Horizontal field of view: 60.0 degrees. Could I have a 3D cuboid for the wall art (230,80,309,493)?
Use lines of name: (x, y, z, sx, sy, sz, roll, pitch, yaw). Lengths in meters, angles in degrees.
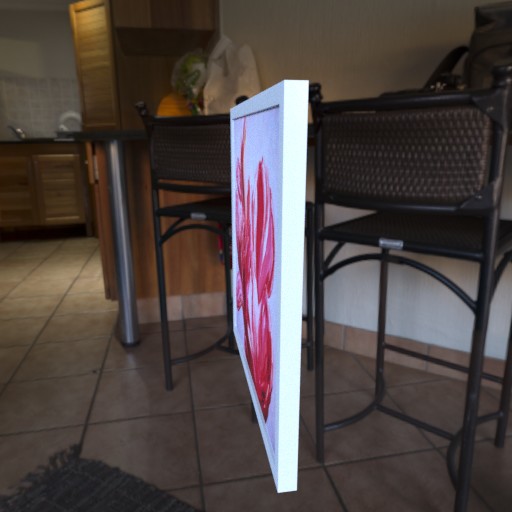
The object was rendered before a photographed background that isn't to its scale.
wall art: (0.000, 0.000, 0.679, 0.023, 0.453, 0.455, -2, 15, -9)
